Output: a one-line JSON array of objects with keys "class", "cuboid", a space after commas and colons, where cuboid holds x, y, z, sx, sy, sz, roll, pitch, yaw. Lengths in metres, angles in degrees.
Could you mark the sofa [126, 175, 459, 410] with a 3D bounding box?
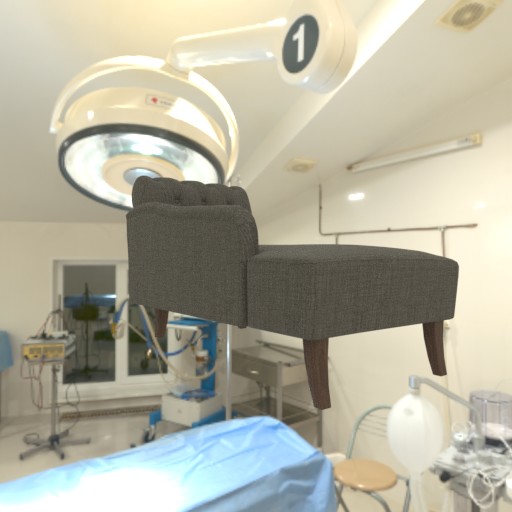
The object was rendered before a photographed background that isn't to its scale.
[{"class": "sofa", "cuboid": [0.000, 0.000, 1.819, 0.675, 0.787, 1.379, 0, 0, -36]}]
